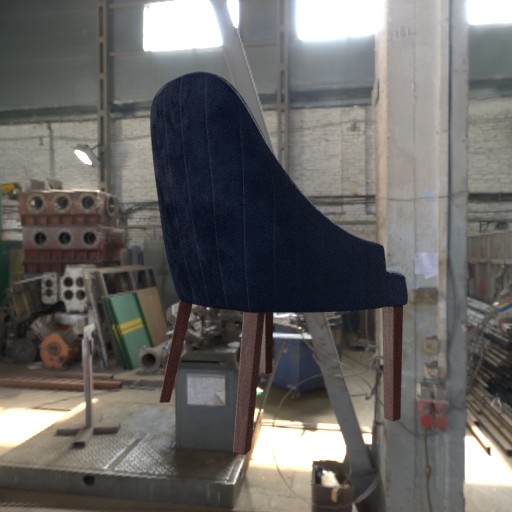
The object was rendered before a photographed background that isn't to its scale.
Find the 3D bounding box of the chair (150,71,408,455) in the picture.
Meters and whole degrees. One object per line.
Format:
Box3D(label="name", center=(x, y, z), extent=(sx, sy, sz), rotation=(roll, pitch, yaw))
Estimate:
Box3D(label="chair", center=(0.000, 0.000, 1.293), extent=(0.575, 0.889, 0.643), rotation=(0, 1, -36))
